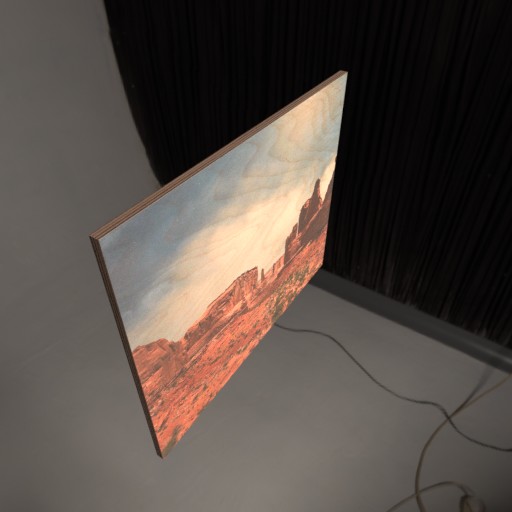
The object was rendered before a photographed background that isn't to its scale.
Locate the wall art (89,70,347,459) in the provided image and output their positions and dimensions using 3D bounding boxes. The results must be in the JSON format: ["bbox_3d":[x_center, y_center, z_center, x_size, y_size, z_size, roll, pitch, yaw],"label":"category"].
[{"bbox_3d":[0.000,0.000,0.673,0.013,0.406,0.508,23,46,25],"label":"wall art"}]
